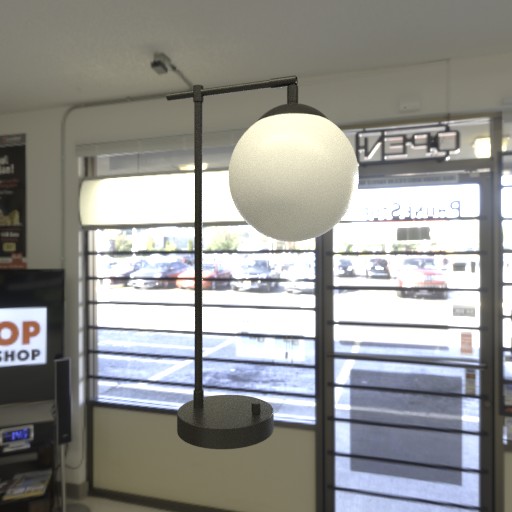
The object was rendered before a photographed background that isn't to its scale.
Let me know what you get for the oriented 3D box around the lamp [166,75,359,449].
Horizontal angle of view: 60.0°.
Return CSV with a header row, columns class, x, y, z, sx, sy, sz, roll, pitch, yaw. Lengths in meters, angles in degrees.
class,x,y,z,sx,sy,sz,roll,pitch,yaw
lamp,0.000,0.000,0.699,0.316,0.559,0.197,0,0,19
